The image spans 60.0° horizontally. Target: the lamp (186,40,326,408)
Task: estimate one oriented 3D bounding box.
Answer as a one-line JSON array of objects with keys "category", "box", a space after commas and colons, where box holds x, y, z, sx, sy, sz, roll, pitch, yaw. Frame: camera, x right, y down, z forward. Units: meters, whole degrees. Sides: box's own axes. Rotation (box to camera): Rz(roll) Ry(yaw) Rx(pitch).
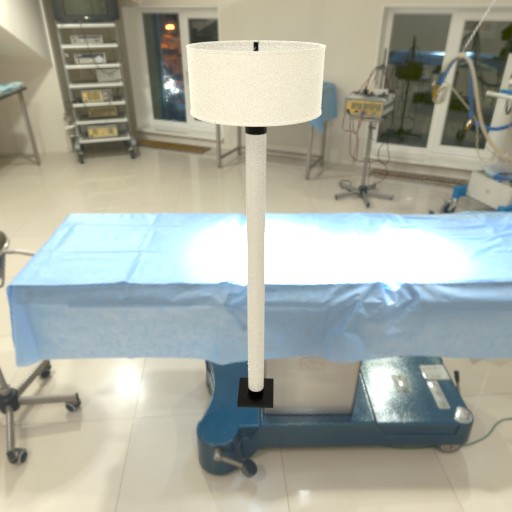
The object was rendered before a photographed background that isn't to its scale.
[{"category": "lamp", "box": [0.000, 0.000, 1.693, 0.420, 1.475, 0.420, 1, 29, 2]}]
